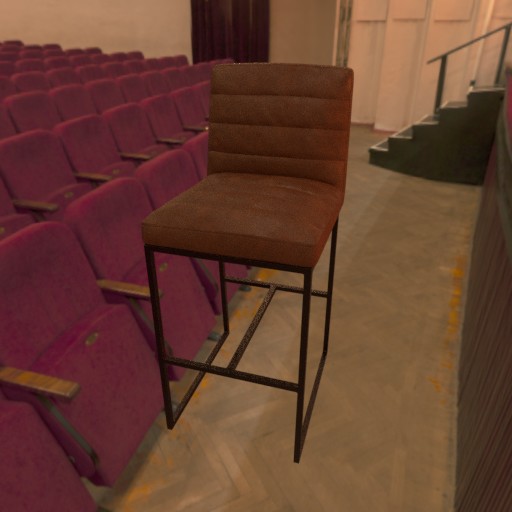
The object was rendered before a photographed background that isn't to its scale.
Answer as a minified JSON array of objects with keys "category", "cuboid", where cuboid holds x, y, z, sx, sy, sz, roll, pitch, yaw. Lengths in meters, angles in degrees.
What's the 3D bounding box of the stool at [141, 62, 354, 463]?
[{"category":"stool","cuboid":[0.000,0.000,1.368,0.463,1.065,0.562,8,28,15]}]
